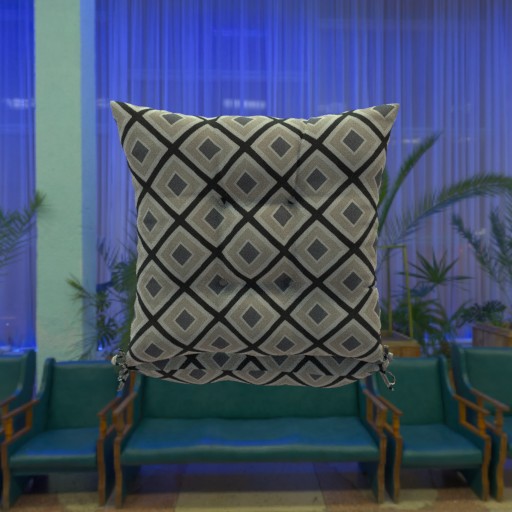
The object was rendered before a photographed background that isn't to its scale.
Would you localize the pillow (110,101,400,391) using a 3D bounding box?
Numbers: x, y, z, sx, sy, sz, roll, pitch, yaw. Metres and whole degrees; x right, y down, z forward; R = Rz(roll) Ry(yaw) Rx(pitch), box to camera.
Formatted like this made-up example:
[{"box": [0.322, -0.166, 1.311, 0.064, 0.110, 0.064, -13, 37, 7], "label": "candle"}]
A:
[{"box": [0.000, 0.000, 1.011, 0.541, 0.536, 0.585, 0, 0, 0], "label": "pillow"}]
